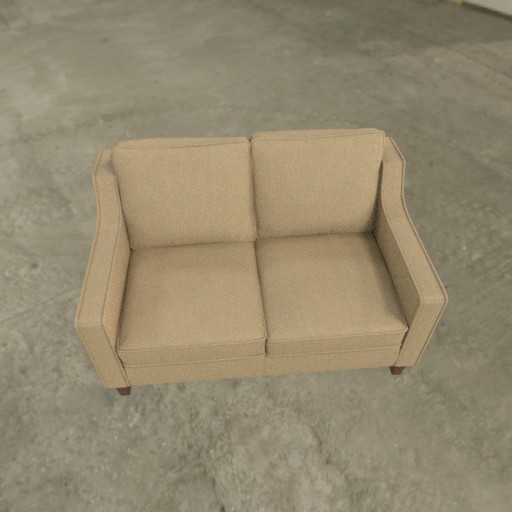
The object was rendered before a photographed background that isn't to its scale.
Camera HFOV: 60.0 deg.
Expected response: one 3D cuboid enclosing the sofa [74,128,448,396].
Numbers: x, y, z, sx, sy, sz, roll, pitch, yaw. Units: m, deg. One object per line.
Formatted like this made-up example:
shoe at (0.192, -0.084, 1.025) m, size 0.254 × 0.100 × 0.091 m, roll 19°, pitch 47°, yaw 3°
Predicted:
sofa at (0.000, 0.000, 2.192) m, size 1.501 × 0.971 × 0.987 m, roll -3°, pitch 46°, yaw -3°
